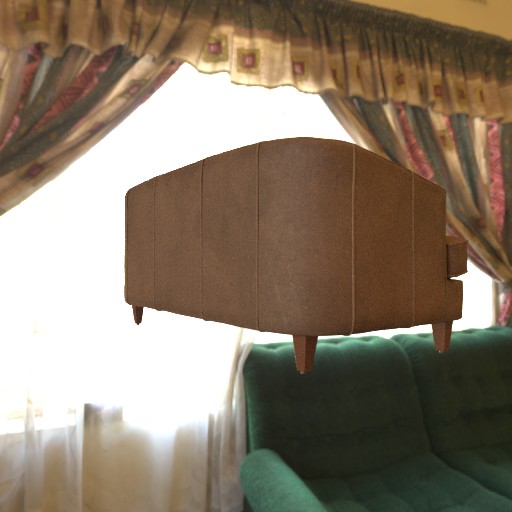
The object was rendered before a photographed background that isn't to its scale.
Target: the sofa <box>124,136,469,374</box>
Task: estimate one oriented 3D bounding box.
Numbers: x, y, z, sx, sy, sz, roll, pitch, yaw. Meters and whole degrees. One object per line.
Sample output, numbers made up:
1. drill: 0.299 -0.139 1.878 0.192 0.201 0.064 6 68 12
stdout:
1. sofa: 0.000 0.000 2.240 0.917 0.799 1.767 1 -1 -37
